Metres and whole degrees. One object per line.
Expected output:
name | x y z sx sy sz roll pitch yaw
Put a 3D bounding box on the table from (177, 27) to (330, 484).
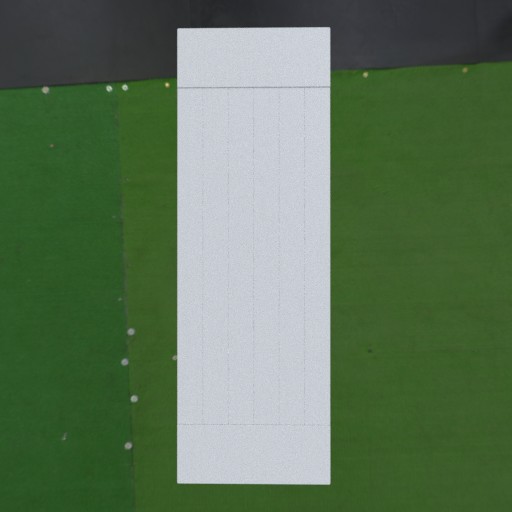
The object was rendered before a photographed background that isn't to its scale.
table | 0.000 0.000 1.416 0.373 0.768 1.062 0 90 1
